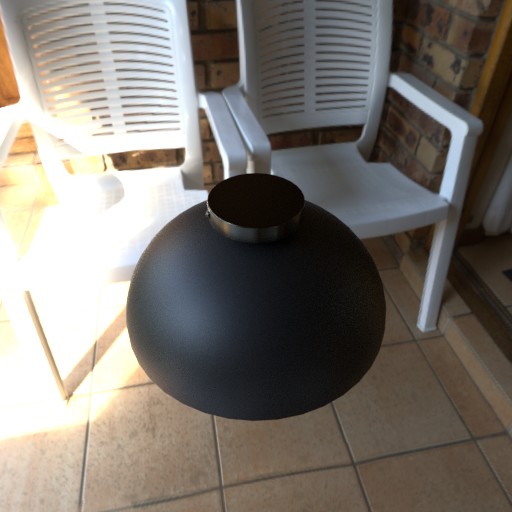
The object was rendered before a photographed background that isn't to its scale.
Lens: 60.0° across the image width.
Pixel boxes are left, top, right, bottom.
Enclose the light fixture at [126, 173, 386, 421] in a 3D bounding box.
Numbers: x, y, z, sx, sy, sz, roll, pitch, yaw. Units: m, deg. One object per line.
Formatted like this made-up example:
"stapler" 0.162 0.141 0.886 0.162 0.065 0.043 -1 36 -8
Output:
"light fixture" 0.000 0.000 0.567 0.355 0.177 0.355 0 41 0
